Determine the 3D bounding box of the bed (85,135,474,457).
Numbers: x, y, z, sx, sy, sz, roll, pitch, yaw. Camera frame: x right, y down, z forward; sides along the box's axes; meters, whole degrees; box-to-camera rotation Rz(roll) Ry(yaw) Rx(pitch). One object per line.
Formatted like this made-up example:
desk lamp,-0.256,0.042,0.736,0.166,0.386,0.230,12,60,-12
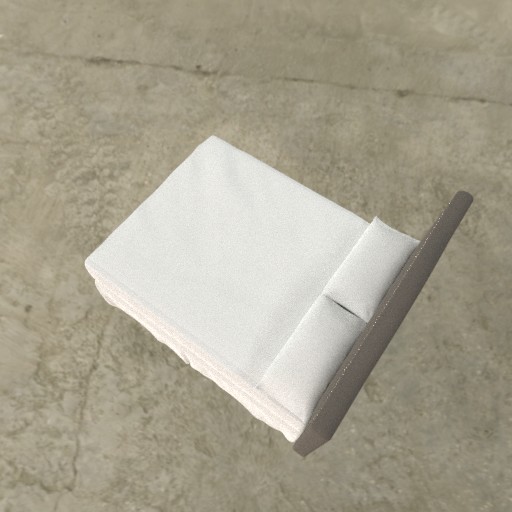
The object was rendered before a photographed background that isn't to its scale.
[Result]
bed,0.000,0.000,3.116,2.036,1.387,1.666,33,67,16
